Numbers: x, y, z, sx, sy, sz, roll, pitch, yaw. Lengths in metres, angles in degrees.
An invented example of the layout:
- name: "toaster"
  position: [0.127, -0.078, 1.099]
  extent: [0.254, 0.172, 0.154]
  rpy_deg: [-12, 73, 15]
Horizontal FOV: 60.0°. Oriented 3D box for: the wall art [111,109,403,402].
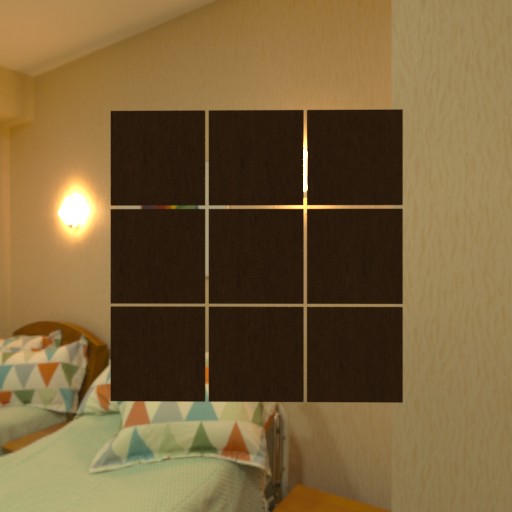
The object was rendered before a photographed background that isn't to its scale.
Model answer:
- name: "wall art"
  position: [0.000, 0.000, 1.849]
  extent: [1.215, 1.213, 0.013]
  rpy_deg: [0, 0, 1]
